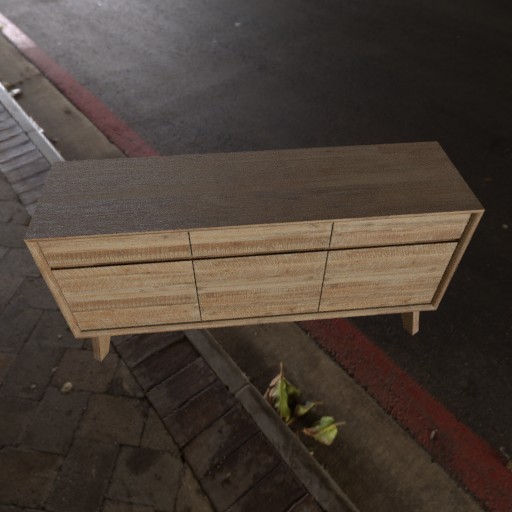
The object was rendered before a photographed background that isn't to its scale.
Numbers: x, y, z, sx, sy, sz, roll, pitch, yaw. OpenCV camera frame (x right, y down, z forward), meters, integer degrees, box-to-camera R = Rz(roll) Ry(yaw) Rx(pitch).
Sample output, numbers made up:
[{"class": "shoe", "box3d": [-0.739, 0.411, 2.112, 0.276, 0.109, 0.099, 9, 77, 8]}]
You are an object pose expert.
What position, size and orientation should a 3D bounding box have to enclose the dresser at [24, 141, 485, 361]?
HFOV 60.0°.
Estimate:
[{"class": "dresser", "box3d": [0.000, 0.000, 1.972, 1.602, 0.788, 0.455, -4, 46, -4]}]
